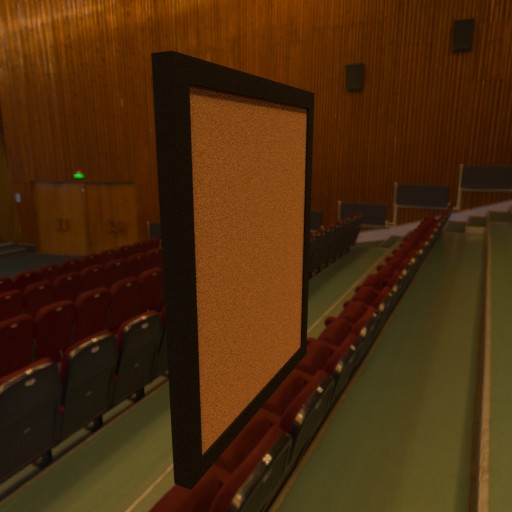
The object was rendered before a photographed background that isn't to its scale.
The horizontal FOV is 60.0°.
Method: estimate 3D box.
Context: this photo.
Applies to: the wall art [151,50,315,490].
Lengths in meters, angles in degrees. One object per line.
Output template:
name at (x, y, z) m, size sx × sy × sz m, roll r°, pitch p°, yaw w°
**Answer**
wall art at (0.000, 0.000, 0.746) m, size 0.029 × 0.559 × 0.457 m, roll 7°, pitch 16°, yaw 26°
